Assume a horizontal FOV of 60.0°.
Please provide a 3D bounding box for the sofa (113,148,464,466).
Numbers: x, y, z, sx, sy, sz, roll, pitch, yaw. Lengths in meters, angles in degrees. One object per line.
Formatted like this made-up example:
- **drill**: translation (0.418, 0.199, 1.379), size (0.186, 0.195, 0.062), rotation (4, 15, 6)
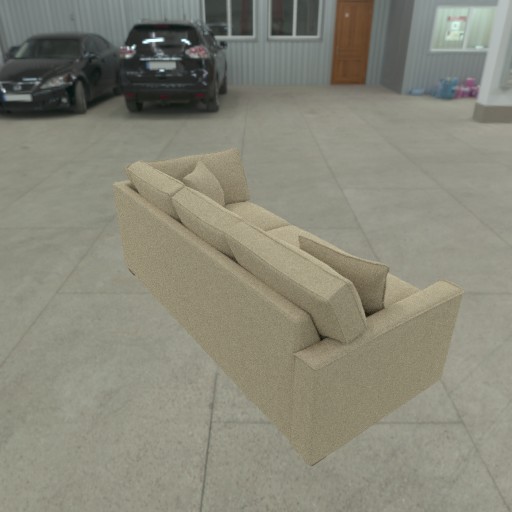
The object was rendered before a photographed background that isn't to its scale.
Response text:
- **sofa**: translation (0.000, 0.000, 2.890), size (1.061, 0.962, 2.317), rotation (-18, 32, -31)
